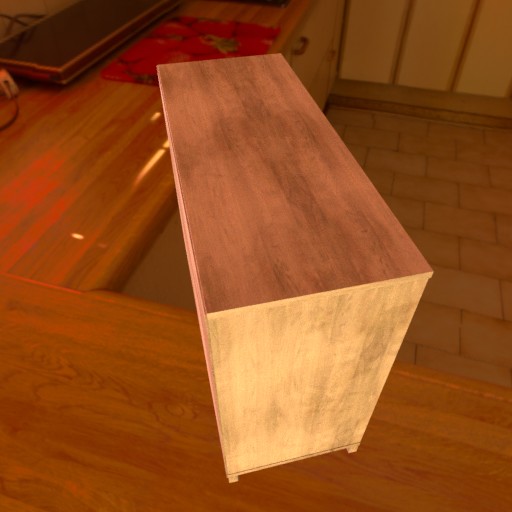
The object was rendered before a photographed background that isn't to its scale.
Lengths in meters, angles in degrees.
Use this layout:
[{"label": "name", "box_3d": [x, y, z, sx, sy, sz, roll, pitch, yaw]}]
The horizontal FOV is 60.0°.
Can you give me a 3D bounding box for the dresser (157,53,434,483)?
[{"label": "dresser", "box_3d": [0.000, 0.000, 1.371, 0.404, 0.816, 0.994, -10, 46, -9]}]
